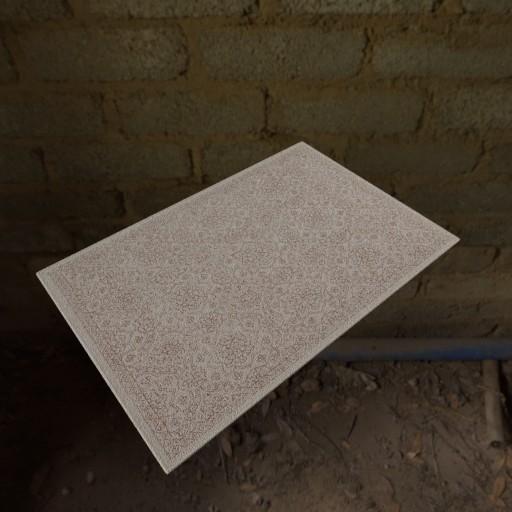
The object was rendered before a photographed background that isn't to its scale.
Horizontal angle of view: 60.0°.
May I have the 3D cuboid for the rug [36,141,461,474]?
[{"bbox_3d":[0.000,0.000,2.278,1.829,0.010,1.219,-31,55,-26],"label":"rug"}]
